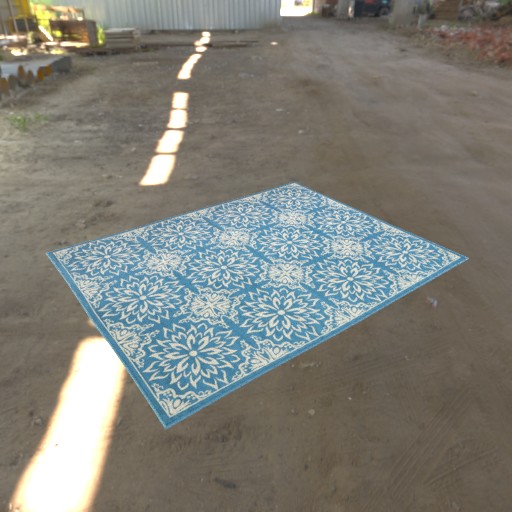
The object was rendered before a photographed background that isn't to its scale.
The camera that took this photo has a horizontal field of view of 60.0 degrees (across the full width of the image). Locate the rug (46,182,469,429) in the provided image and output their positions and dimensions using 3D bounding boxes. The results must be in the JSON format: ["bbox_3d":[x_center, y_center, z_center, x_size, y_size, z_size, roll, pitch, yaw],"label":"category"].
[{"bbox_3d":[0.000,0.000,3.939,2.964,0.018,2.350,-21,36,-31],"label":"rug"}]
